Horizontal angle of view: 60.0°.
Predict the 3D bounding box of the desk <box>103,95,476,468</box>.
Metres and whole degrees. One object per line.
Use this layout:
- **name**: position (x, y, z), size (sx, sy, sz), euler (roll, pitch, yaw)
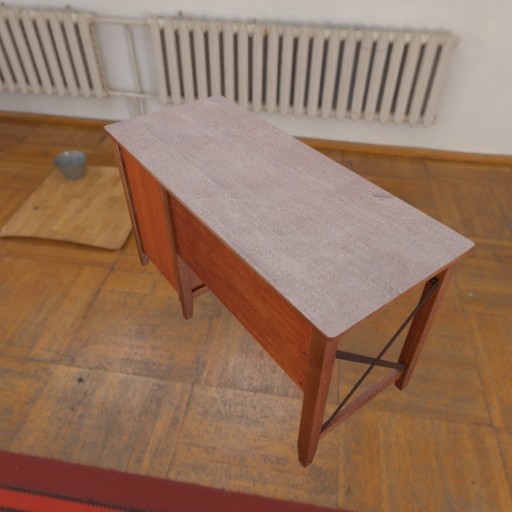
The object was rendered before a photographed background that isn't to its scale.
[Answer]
- **desk**: position (0.000, 0.000, 1.788), size (0.574, 0.756, 1.353), euler (-26, 48, -26)
